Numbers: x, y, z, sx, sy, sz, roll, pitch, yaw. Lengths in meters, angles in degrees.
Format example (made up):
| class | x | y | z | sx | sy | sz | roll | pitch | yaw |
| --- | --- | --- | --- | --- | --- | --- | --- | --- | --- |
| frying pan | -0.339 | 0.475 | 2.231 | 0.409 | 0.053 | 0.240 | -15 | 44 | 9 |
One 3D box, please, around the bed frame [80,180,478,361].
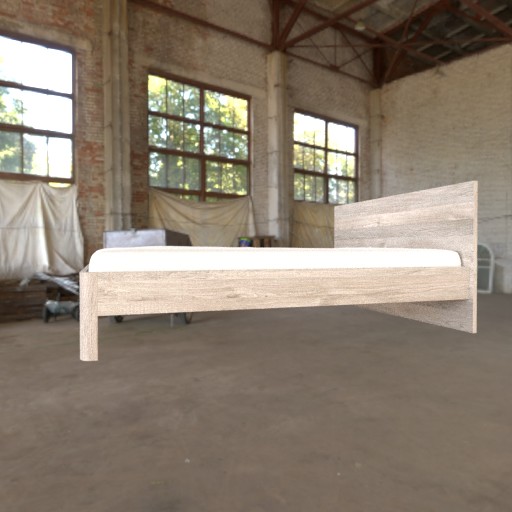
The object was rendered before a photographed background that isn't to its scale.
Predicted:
| class | x | y | z | sx | sy | sz | roll | pitch | yaw |
| --- | --- | --- | --- | --- | --- | --- | --- | --- | --- |
| bed frame | 0.000 | 0.000 | 2.723 | 1.950 | 0.800 | 1.490 | 0 | 1 | -19 |
